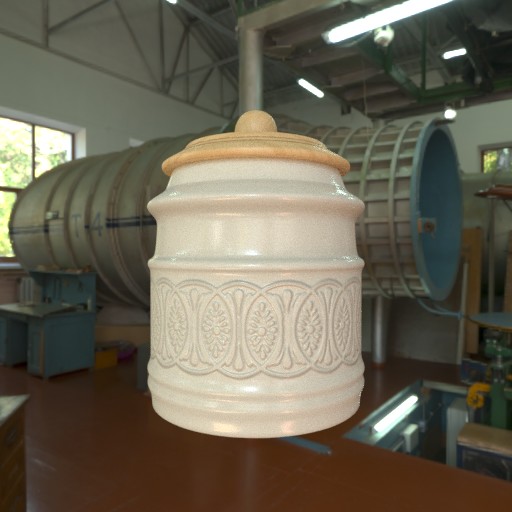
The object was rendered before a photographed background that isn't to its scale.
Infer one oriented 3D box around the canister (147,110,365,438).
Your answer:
[{"bbox_3d":[0.000,0.000,0.272,0.130,0.176,0.130,0,1,0],"label":"canister"}]
